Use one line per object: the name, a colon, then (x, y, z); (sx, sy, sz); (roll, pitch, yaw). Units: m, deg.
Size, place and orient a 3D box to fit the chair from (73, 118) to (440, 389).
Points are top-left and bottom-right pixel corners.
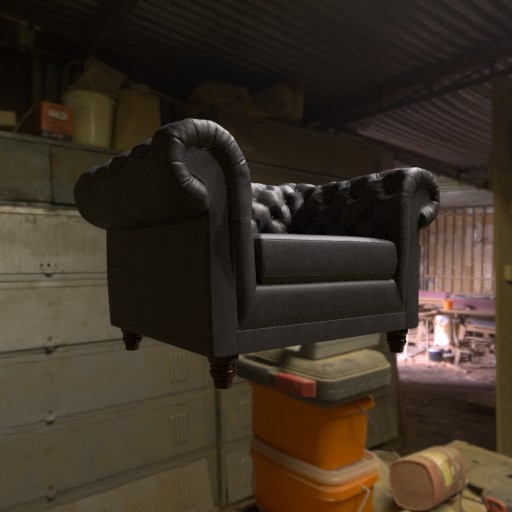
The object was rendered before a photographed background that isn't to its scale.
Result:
chair: (0.000, 0.000, 1.868); (1.298, 0.780, 0.943); (1, -1, -37)
